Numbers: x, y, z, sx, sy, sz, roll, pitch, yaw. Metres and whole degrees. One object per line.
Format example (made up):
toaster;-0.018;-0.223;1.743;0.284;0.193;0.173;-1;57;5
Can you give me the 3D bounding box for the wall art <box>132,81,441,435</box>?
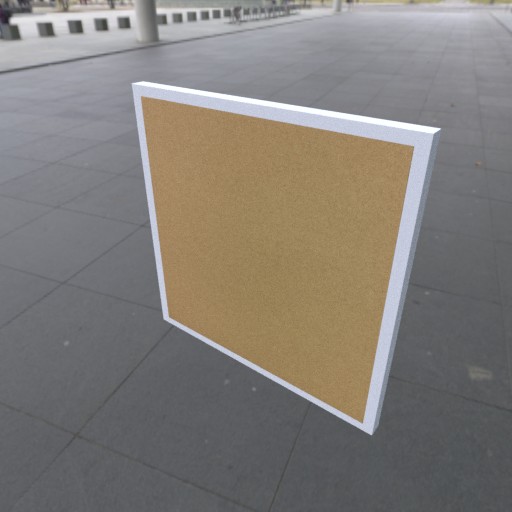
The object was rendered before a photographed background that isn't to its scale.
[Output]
wall art;0.000;0.000;1.134;0.763;0.761;0.038;21;37;31
